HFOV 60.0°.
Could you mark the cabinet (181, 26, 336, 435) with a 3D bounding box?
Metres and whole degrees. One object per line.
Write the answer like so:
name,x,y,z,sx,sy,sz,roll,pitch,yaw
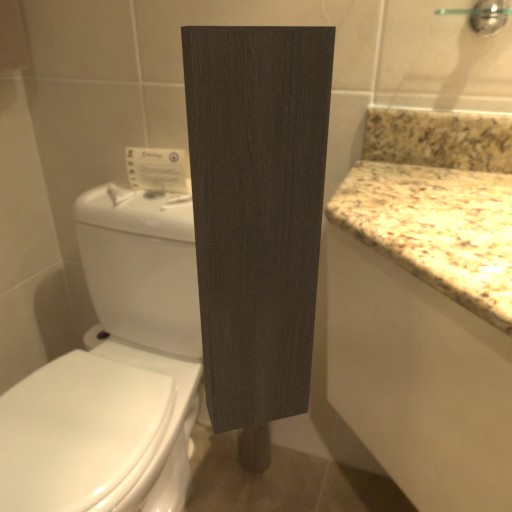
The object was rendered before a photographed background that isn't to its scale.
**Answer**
cabinet,0.000,0.000,1.947,0.500,1.790,0.230,-8,28,-15
